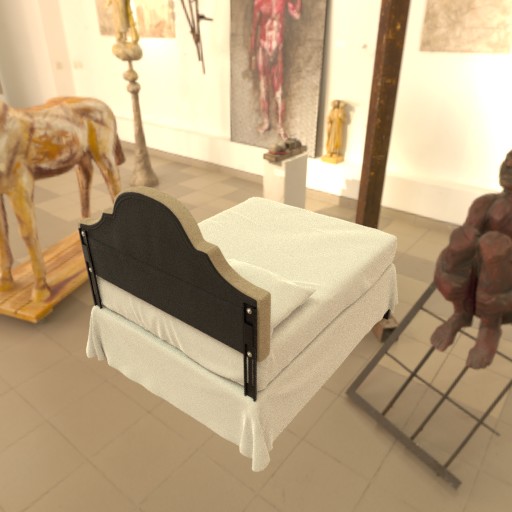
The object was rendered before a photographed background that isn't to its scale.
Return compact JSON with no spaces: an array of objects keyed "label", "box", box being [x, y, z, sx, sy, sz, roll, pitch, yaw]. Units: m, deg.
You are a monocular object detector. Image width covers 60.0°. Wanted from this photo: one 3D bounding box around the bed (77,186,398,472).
[{"label":"bed","box":[0.000,0.000,3.464,1.780,1.634,2.222,21,35,33]}]
